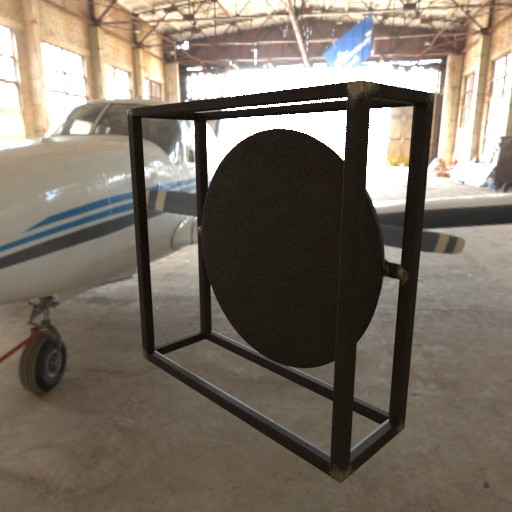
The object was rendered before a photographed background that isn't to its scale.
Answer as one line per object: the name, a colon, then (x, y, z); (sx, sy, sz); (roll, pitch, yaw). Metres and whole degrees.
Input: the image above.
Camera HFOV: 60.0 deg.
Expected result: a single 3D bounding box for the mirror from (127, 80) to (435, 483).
mirror: (0.000, 0.000, 0.461); (0.107, 0.303, 0.306); (-13, 19, -43)
